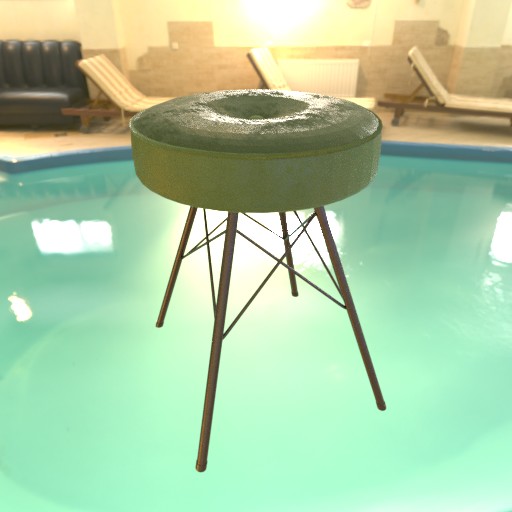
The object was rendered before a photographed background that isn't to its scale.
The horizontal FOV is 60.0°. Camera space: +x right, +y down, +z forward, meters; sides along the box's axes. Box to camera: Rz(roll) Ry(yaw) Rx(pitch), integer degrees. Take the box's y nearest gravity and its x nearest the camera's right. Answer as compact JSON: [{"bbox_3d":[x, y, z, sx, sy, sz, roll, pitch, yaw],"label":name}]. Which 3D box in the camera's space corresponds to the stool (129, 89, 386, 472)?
[{"bbox_3d":[0.000,0.000,0.909,0.430,0.595,0.457,-11,32,-18],"label":"stool"}]
